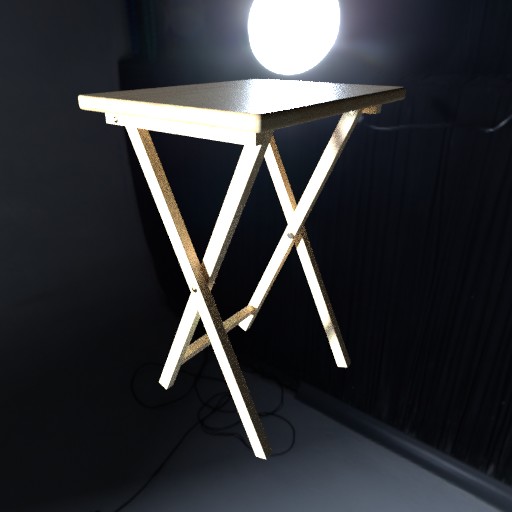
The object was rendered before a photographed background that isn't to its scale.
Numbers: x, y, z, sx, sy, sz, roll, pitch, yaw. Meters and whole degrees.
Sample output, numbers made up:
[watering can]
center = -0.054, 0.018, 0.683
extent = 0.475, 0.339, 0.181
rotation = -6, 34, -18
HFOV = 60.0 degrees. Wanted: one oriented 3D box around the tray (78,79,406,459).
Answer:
[tray]
center = 0.000, 0.000, 0.941
extent = 0.381, 0.660, 0.483
rotation = 18, 31, 33
